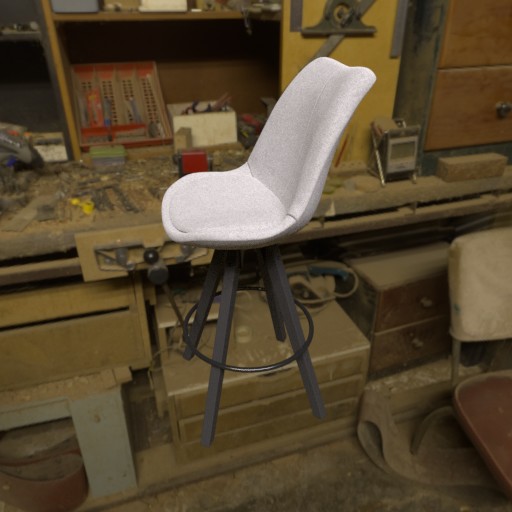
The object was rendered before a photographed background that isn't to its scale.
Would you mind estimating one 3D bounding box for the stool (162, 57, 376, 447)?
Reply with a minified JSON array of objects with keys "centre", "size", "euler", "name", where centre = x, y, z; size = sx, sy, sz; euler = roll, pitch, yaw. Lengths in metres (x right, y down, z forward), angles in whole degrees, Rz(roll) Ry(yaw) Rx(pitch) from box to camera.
[{"centre":[0.000,0.000,1.399],"size":[0.550,1.115,0.485],"euler":[-8,31,-14],"name":"stool"}]
